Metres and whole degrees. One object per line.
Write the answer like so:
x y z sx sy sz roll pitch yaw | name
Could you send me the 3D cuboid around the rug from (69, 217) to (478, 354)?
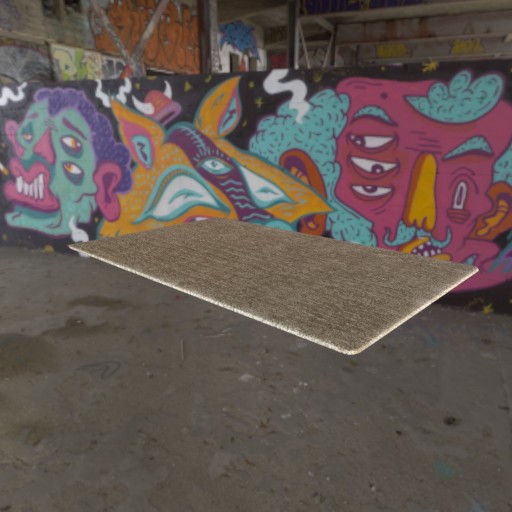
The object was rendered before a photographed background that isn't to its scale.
0.000 0.000 3.079 2.469 0.024 1.539 14 21 41 | rug
